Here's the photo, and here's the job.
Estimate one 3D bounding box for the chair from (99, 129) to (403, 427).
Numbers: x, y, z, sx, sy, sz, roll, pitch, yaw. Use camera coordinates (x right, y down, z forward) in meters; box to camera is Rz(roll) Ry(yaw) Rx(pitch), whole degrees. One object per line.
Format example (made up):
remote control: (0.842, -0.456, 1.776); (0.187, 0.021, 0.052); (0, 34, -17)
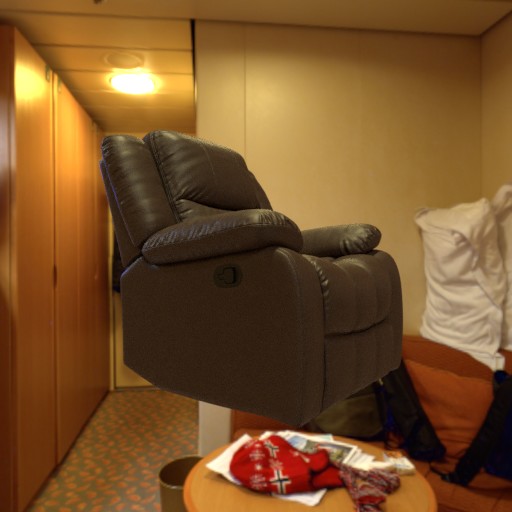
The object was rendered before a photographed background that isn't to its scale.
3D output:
chair: (0.000, 0.000, 1.731); (0.934, 1.009, 0.899); (0, 0, 36)
